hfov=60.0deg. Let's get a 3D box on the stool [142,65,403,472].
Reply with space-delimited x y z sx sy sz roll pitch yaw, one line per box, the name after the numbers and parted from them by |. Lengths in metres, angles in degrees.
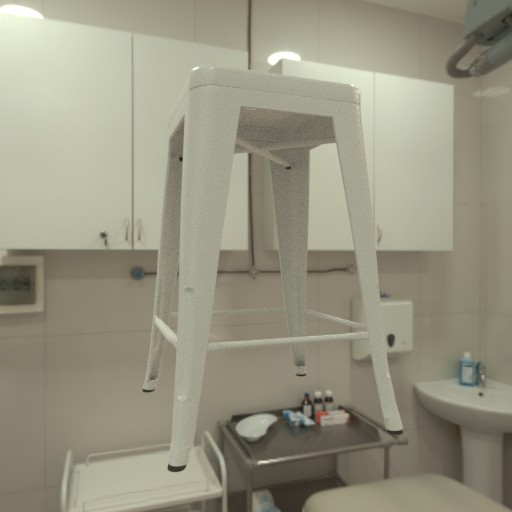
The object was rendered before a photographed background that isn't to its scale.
0.000 0.000 0.883 0.406 0.610 0.406 0 1 -20 | stool
